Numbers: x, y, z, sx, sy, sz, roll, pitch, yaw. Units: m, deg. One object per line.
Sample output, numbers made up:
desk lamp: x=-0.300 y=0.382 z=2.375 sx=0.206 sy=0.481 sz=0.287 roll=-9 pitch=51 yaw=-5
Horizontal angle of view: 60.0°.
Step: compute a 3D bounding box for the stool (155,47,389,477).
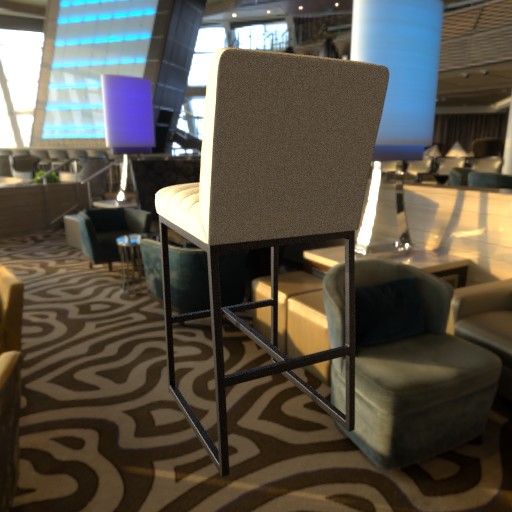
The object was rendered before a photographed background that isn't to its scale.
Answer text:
stool: x=0.000 y=0.000 z=1.330 sx=0.460 sy=1.040 sz=0.560 roll=-7 pitch=15 yaw=-26
